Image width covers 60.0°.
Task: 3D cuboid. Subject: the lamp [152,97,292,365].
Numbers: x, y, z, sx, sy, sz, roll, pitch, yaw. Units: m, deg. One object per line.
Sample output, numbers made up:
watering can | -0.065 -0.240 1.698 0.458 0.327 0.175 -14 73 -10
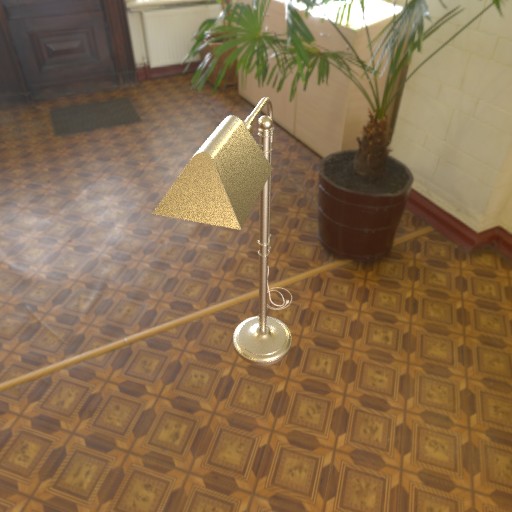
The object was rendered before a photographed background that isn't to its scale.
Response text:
lamp | 0.000 0.000 0.936 0.159 0.708 0.546 11 42 13
